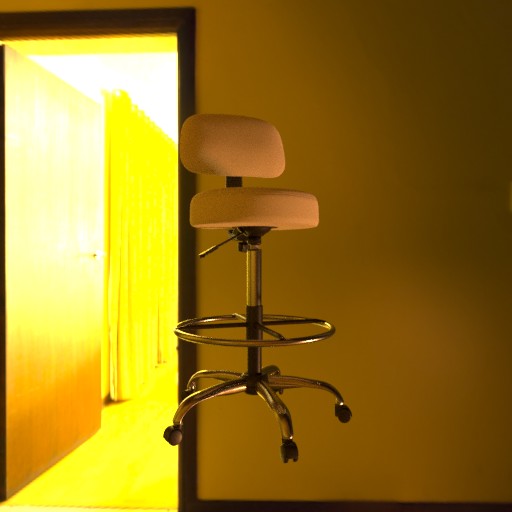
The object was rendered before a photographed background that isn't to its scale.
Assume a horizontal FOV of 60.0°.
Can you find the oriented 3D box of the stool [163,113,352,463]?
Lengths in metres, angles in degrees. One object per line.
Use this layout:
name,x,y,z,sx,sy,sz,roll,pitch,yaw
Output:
stool,0.000,0.000,1.433,0.609,1.080,0.616,0,0,-18
